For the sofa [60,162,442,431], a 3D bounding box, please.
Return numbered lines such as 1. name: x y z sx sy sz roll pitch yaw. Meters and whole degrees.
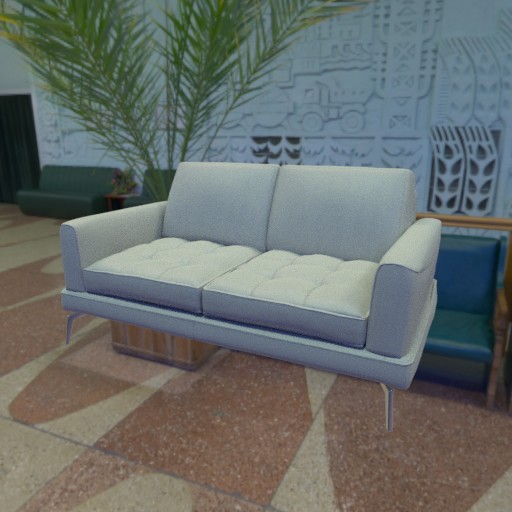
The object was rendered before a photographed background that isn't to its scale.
1. sofa: 0.000 0.000 2.385 1.819 0.930 1.121 7 17 25
